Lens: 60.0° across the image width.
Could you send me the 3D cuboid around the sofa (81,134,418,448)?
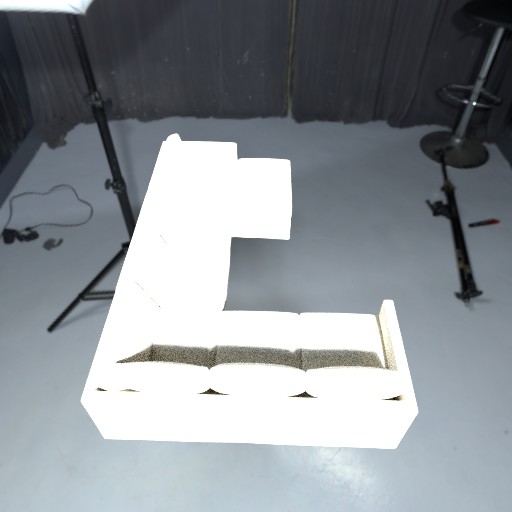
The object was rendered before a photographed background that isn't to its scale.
[{"bbox_3d":[0.000,0.000,4.521,2.427,0.882,3.460,1,46,1],"label":"sofa"}]
